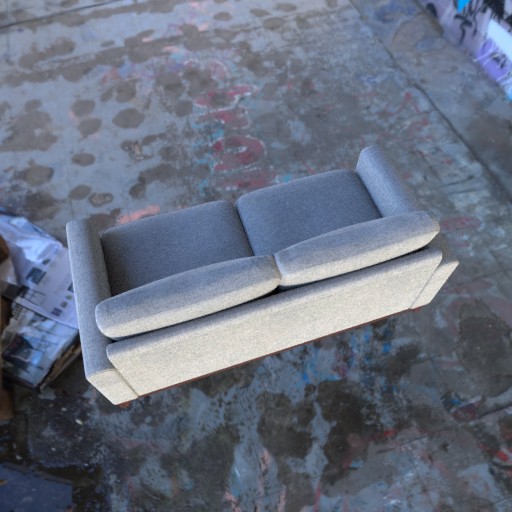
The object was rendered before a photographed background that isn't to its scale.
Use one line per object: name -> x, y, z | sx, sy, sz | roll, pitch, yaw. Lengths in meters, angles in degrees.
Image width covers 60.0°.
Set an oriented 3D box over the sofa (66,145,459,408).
sofa -> 0.000, 0.000, 2.565 | 1.978, 0.892, 0.969 | -16, 59, -10
